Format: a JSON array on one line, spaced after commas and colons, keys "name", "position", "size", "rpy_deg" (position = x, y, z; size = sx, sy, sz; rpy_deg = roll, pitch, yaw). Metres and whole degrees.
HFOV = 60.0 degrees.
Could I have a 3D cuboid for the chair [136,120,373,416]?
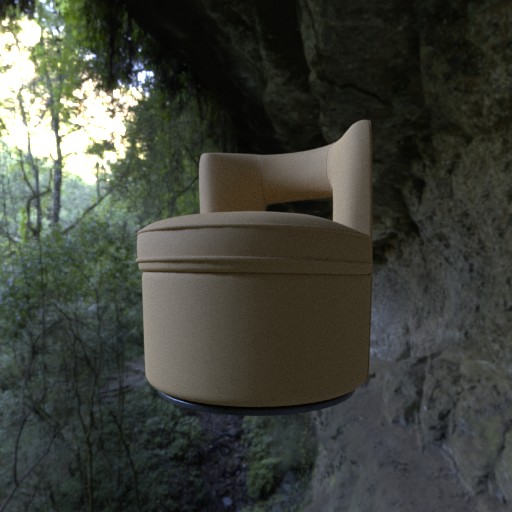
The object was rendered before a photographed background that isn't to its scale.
[{"name": "chair", "position": [0.000, 0.000, 1.260], "size": [0.650, 0.723, 0.665], "rpy_deg": [-1, -2, 37]}]
